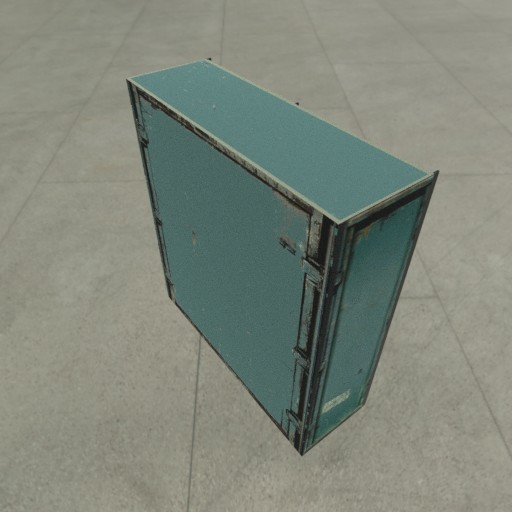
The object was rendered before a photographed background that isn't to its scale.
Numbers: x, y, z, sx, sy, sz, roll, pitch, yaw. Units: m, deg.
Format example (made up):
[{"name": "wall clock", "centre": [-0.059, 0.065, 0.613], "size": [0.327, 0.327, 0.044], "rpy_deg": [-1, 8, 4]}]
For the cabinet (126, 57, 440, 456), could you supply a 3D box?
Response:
[{"name": "cabinet", "centre": [0.000, 0.000, 3.271], "size": [0.680, 2.160, 2.000], "rpy_deg": [-27, 49, -27]}]
